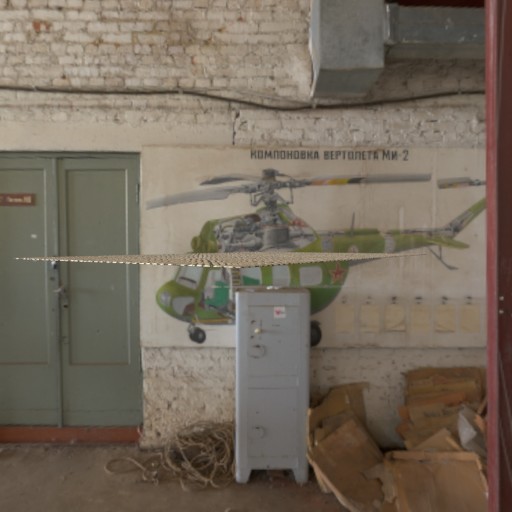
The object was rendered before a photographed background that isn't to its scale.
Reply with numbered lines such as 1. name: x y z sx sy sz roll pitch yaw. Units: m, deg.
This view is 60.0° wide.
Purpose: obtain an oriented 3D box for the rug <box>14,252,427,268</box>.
1. rug: 0.000 0.000 2.166 1.177 0.004 1.750 1 2 36
